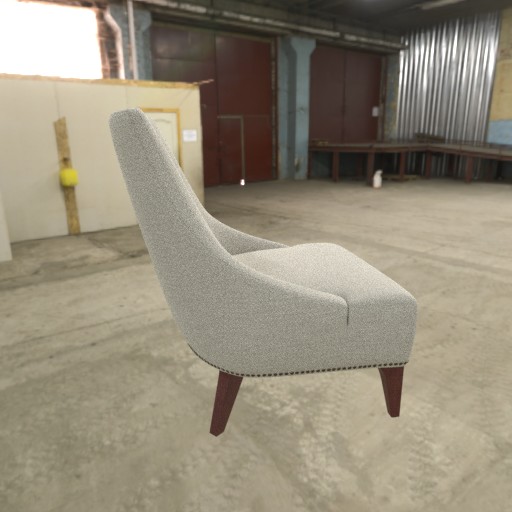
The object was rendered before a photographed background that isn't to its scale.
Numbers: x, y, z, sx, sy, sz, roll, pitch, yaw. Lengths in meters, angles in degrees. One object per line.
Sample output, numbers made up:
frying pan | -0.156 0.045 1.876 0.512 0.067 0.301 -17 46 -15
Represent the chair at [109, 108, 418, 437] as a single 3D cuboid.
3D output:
chair | 0.000 0.000 1.485 0.861 0.909 0.701 -3 15 -10
